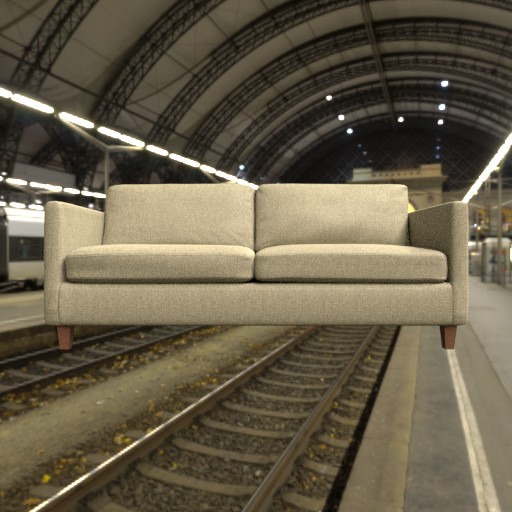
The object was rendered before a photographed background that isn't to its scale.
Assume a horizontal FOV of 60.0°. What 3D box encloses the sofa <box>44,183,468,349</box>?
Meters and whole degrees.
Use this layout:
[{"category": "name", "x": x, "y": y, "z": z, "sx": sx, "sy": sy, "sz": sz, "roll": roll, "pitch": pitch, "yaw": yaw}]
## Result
[{"category": "sofa", "x": 0.000, "y": 0.000, "z": 2.714, "sx": 2.208, "sy": 0.960, "sz": 0.956, "roll": 0, "pitch": 1, "yaw": 0}]
